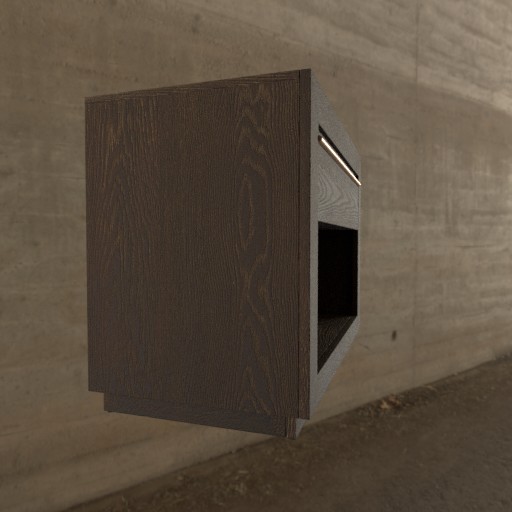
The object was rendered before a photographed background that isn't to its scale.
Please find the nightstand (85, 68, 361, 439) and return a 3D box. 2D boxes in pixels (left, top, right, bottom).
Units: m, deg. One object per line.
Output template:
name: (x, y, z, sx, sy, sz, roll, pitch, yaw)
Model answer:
nightstand: (0.000, 0.000, 1.134, 0.457, 0.612, 0.775, 1, 2, 19)
